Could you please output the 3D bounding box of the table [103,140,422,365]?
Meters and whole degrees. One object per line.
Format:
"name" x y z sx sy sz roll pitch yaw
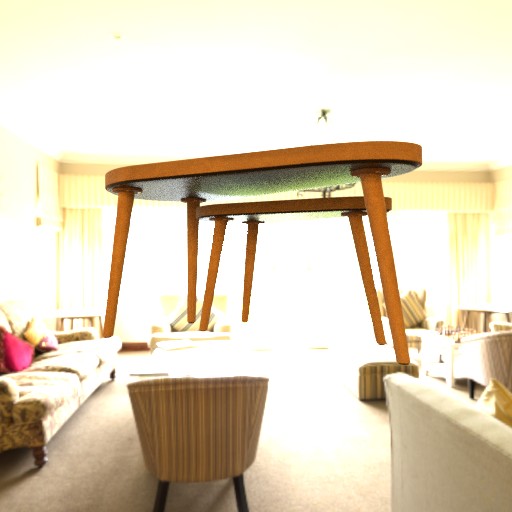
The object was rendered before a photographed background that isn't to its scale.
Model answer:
"table" 0.000 0.000 1.595 1.190 0.595 0.701 0 0 35
